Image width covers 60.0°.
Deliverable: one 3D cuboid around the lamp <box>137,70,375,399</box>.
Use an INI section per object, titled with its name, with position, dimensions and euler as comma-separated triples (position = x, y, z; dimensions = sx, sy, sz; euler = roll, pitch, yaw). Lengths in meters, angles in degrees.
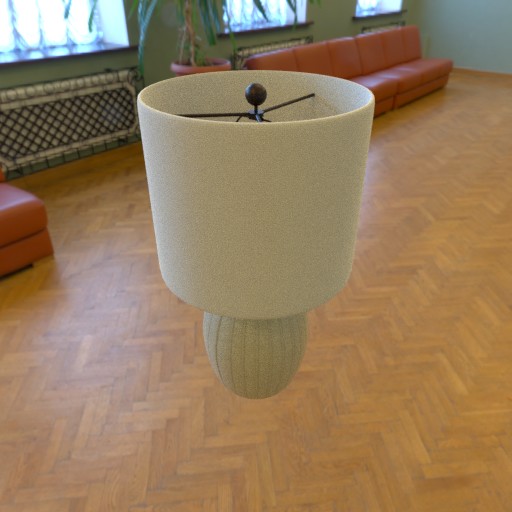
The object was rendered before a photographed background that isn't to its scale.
[lamp]
position = 0.000, 0.000, 0.770
dimensions = 0.329, 0.570, 0.329
euler = 23, 39, 32
